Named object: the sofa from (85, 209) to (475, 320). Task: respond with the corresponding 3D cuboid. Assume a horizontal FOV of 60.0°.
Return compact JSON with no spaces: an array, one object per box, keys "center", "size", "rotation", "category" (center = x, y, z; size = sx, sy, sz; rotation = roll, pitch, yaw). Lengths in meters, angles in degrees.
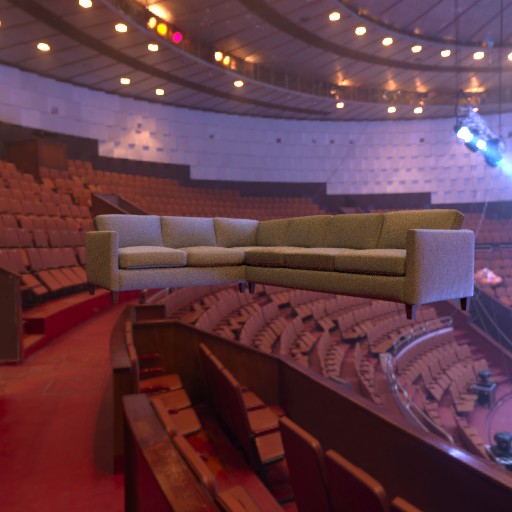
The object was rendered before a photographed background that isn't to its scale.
[{"center":[0.000,0.000,4.563],"size":[2.592,0.947,3.301],"rotation":[-1,2,-36],"category":"sofa"}]
